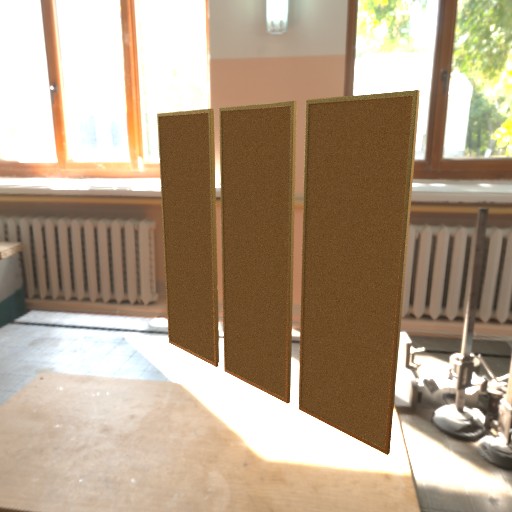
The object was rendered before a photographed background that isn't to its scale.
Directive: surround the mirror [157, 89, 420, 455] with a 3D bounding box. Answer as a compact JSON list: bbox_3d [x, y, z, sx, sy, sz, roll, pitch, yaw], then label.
[{"bbox_3d":[0.000,0.000,1.430,1.011,0.926,0.023,13,19,43],"label":"mirror"}]
